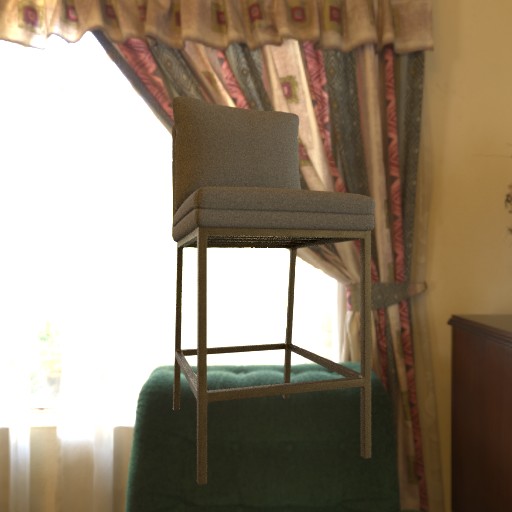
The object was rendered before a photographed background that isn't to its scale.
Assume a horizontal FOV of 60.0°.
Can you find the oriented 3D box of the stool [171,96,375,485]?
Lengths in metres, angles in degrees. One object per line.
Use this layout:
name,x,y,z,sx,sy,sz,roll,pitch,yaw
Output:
stool,0.000,0.000,1.318,0.463,1.030,0.569,0,0,-18
